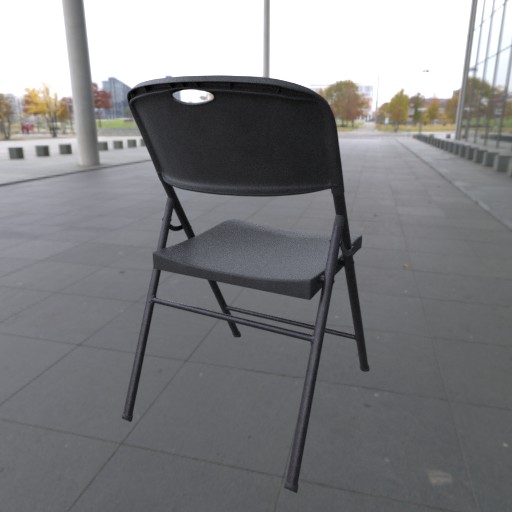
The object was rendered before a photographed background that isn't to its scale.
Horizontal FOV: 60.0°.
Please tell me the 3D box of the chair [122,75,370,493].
[{"bbox_3d":[0.000,0.000,1.131,0.494,0.810,0.567,9,19,28],"label":"chair"}]
